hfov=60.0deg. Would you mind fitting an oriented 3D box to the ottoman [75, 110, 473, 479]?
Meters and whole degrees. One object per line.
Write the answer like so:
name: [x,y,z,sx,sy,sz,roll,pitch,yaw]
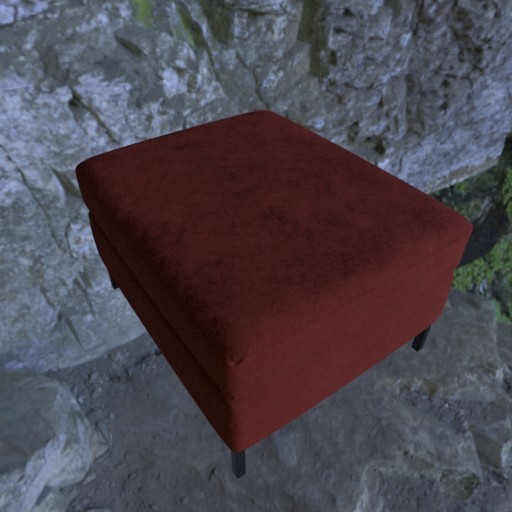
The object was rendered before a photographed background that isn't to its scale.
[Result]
ottoman: [0.000,0.000,1.172,0.650,0.462,0.782,-24,46,-26]
